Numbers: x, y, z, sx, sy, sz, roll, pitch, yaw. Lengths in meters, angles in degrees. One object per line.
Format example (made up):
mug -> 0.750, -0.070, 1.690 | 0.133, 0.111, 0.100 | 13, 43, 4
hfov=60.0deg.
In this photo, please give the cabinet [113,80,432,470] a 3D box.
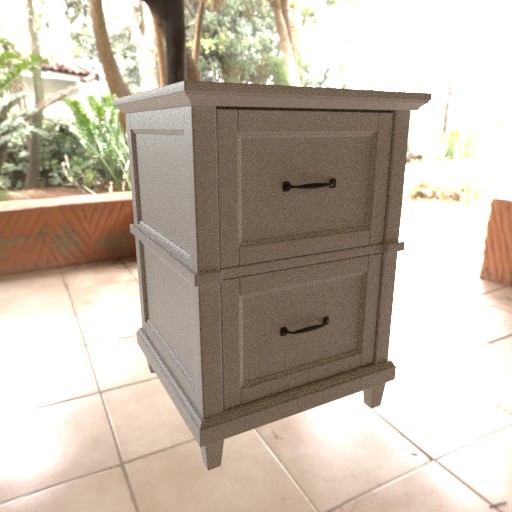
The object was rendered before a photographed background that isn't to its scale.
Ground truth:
cabinet -> 0.000, 0.000, 1.142 | 0.544, 0.775, 0.547 | -8, 18, -27
